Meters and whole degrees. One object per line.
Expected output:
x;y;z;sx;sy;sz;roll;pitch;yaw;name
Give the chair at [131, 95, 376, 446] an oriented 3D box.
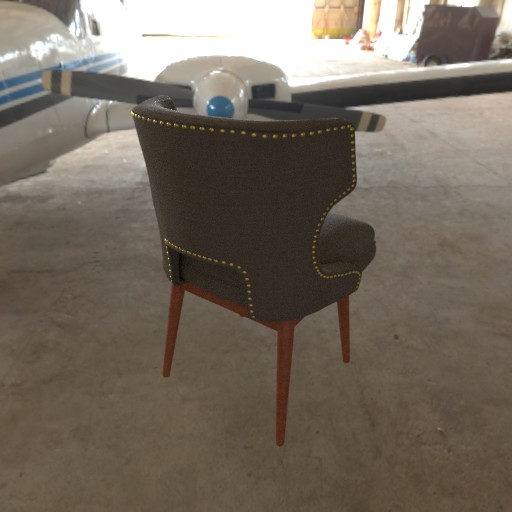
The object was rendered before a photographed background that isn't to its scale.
0.000;0.000;1.263;0.595;0.863;0.581;19;34;31;chair
